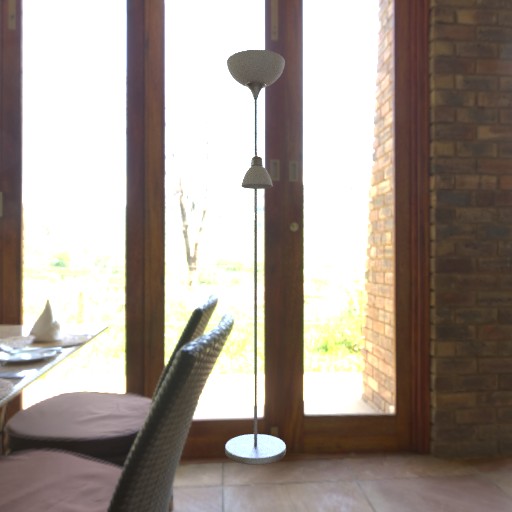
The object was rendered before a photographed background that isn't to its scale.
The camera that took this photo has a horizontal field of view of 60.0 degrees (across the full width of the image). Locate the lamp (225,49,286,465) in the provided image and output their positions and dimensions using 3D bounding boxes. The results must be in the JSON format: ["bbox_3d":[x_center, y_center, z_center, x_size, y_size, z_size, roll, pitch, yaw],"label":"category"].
[{"bbox_3d":[0.000,0.000,1.979,0.279,1.804,0.425,0,-1,-1],"label":"lamp"}]
